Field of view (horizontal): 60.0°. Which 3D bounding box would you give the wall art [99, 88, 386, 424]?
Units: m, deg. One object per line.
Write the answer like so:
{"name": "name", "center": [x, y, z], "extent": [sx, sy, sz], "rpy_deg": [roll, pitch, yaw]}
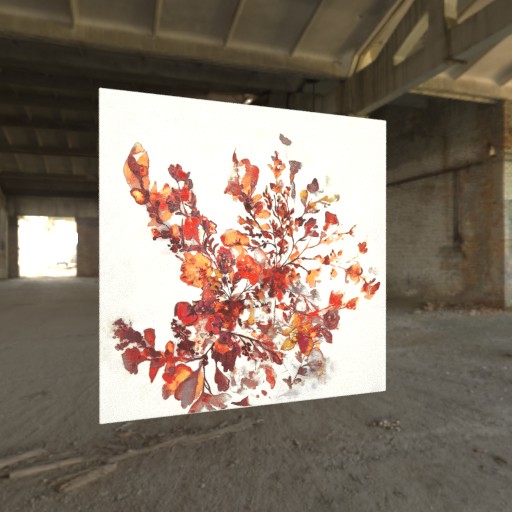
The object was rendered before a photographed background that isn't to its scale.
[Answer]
{"name": "wall art", "center": [0.000, 0.000, 1.135], "extent": [0.757, 0.757, 0.037], "rpy_deg": [0, 0, -19]}
